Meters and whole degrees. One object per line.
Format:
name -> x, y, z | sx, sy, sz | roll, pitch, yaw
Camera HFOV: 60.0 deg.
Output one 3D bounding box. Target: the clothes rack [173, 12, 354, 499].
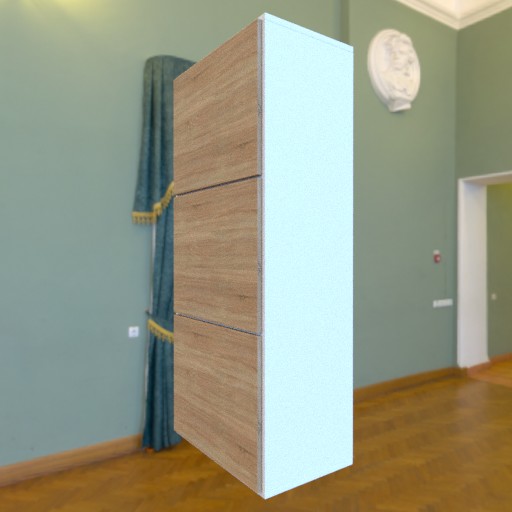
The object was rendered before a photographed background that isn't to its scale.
clothes rack -> 0.000, 0.000, 1.371 | 0.331, 1.187, 0.500 | 0, 0, -35
